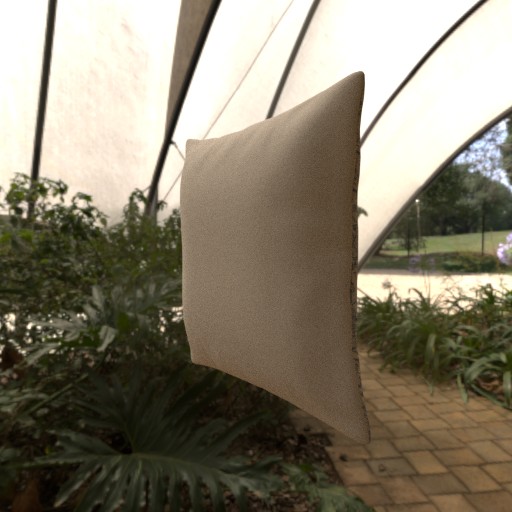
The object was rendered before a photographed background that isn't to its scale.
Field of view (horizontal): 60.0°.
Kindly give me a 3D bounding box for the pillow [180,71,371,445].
[{"bbox_3d":[0.000,0.000,0.804,0.166,0.510,0.523,-2,3,-35],"label":"pillow"}]
